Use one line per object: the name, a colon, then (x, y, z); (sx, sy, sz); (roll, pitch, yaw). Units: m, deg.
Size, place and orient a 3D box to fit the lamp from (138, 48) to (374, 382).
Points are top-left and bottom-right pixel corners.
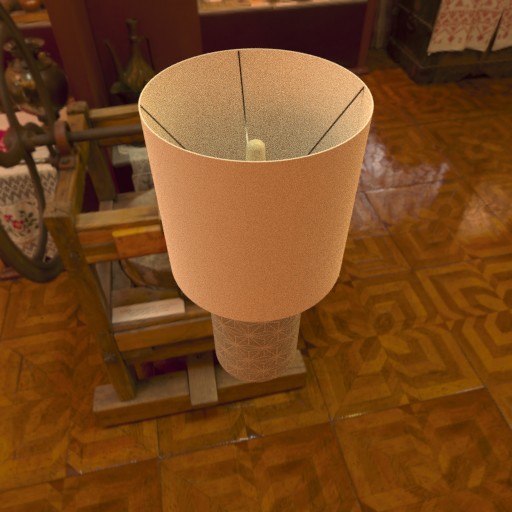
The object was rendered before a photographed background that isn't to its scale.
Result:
lamp: (0.000, 0.000, 0.545); (0.206, 0.416, 0.206); (-7, 47, -7)
